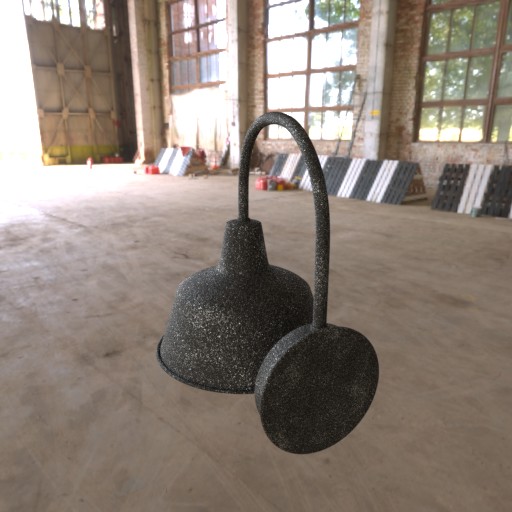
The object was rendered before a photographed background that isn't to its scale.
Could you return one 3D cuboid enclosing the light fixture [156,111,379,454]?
[{"bbox_3d":[0.000,0.000,0.489,0.216,0.300,0.283,-7,18,-24],"label":"light fixture"}]
